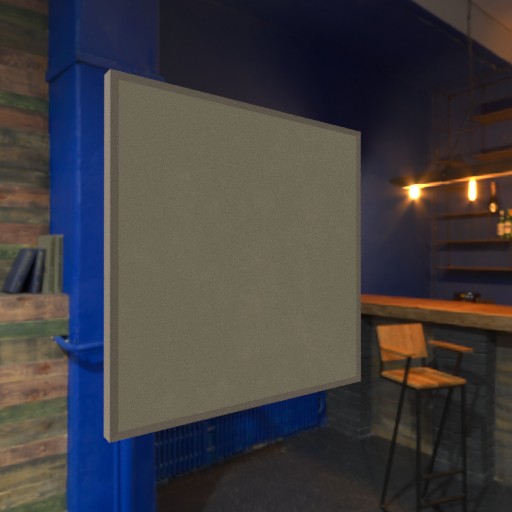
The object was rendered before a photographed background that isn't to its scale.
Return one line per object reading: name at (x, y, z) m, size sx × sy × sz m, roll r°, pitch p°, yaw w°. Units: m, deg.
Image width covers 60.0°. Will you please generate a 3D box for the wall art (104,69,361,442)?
wall art at (0.000, 0.000, 1.139) m, size 0.761 × 0.758 × 0.038 m, roll 0°, pitch 0°, yaw -36°
